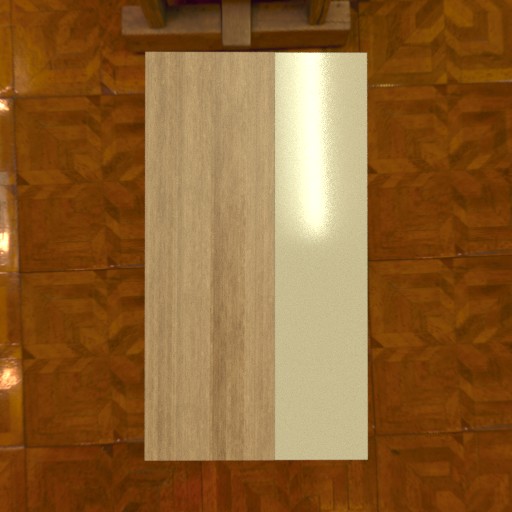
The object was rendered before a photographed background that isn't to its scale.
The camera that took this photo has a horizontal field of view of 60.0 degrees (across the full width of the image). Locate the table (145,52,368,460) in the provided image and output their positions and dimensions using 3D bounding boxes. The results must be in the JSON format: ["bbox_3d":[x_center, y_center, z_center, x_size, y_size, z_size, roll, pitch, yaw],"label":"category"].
[{"bbox_3d":[0.000,0.000,1.369,0.600,0.350,1.100,0,90,0],"label":"table"}]
